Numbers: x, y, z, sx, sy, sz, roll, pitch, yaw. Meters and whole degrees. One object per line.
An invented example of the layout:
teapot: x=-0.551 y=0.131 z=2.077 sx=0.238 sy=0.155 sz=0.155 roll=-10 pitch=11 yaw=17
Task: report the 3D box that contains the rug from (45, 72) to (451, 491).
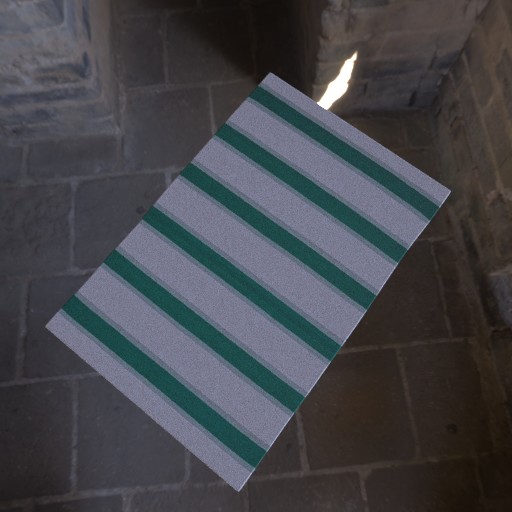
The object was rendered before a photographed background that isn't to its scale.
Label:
rug: x=0.000 y=0.000 z=2.266 sx=1.210 sy=0.012 sz=1.829 roll=37 pitch=78 yaw=9
